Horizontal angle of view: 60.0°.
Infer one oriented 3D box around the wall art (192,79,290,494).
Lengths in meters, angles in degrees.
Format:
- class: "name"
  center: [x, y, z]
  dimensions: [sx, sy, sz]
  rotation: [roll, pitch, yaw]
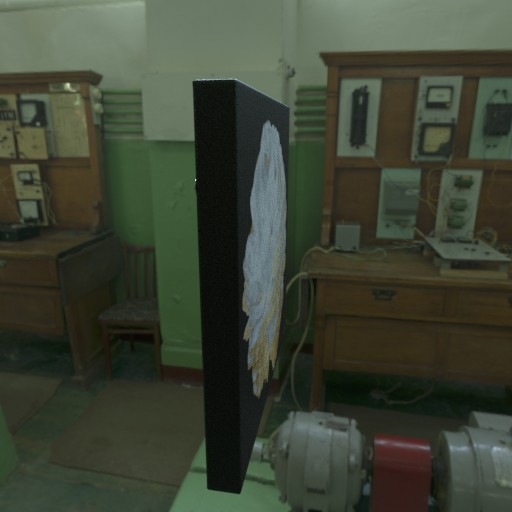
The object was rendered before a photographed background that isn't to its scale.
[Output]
- class: "wall art"
  center: [0.000, 0.000, 0.603]
  dimensions: [0.041, 0.407, 0.406]
  rotation: [3, 16, 10]
